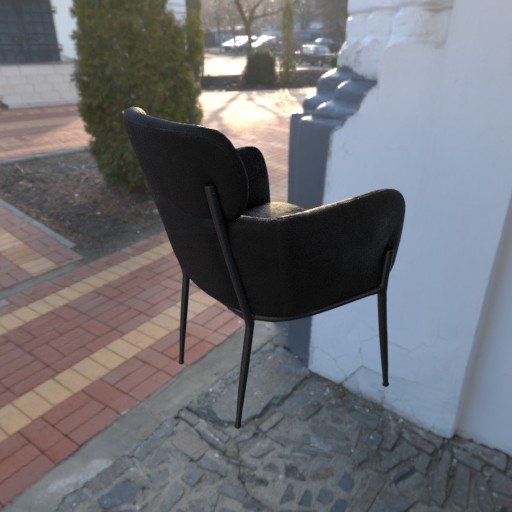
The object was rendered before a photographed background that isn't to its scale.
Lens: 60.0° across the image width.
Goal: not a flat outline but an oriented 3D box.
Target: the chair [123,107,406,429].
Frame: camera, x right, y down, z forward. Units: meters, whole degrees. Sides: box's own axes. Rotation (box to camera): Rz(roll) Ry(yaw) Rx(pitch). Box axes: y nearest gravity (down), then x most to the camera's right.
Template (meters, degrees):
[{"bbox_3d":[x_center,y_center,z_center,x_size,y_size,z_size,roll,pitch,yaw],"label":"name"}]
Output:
[{"bbox_3d":[0.000,0.000,1.261,0.604,0.818,0.640,-18,31,-32],"label":"chair"}]
